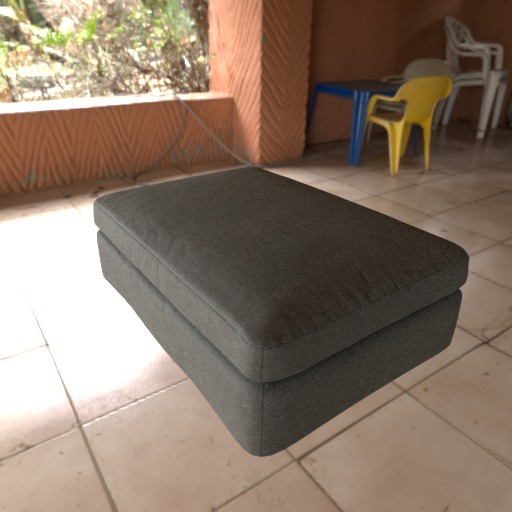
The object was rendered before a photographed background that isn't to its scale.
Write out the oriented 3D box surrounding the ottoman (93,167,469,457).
[{"bbox_3d":[0.000,0.000,1.618,0.840,0.429,1.199,-18,32,-31],"label":"ottoman"}]
